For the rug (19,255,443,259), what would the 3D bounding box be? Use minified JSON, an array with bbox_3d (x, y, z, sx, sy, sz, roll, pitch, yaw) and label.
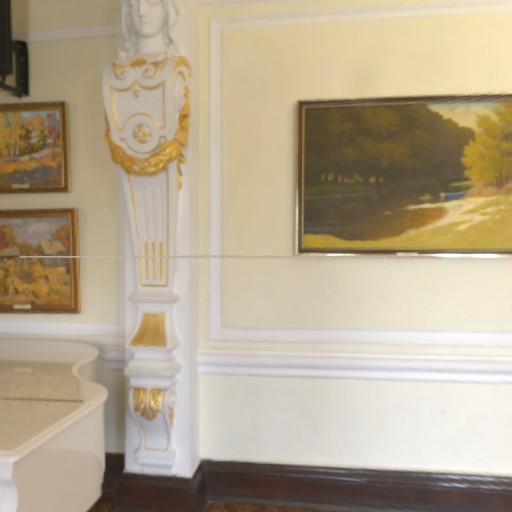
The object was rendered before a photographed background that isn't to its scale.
[{"bbox_3d":[0.000,0.000,4.082,3.051,0.021,2.448,0,0,20],"label":"rug"}]
